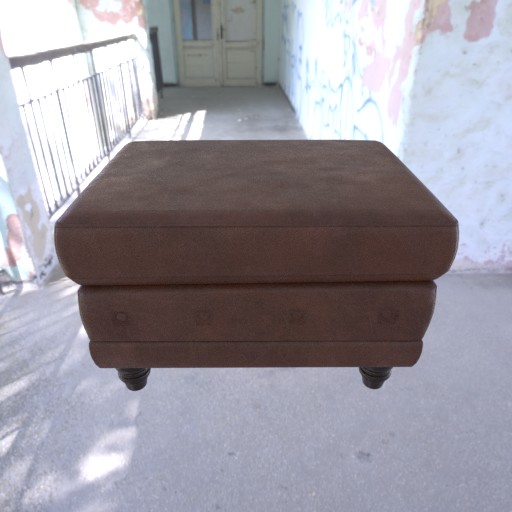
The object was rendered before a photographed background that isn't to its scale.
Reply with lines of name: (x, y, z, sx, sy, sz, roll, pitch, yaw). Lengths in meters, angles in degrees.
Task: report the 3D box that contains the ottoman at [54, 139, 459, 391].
ottoman: (0.000, 0.000, 1.197, 0.795, 0.509, 0.588, 0, 29, 0)
